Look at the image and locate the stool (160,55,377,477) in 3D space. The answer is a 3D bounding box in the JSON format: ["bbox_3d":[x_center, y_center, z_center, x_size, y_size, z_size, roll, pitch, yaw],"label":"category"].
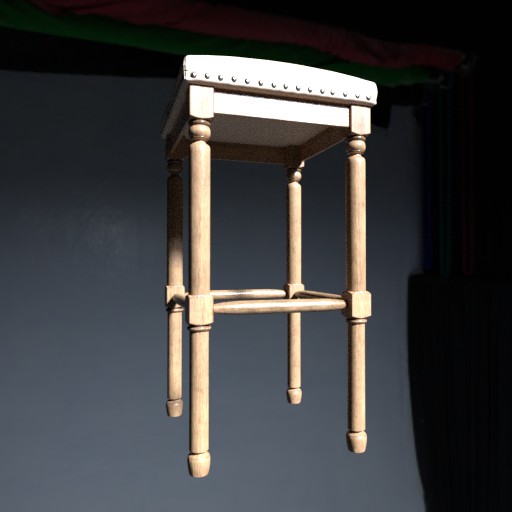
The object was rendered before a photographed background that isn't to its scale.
[{"bbox_3d":[0.000,0.000,0.982,0.383,0.768,0.382,0,-1,-18],"label":"stool"}]
